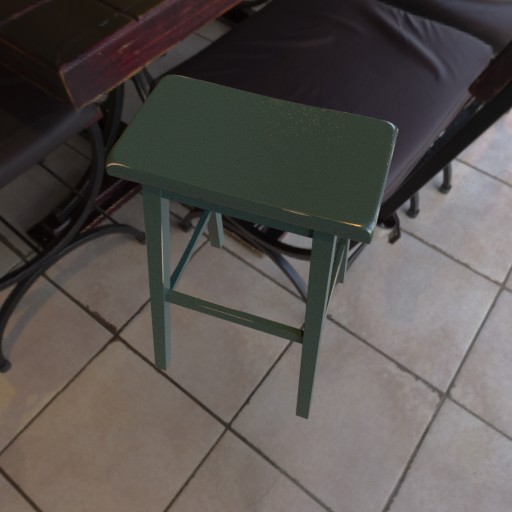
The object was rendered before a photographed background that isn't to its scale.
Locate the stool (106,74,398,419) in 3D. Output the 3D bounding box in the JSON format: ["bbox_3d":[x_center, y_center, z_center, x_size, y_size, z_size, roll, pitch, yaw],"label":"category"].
[{"bbox_3d":[0.000,0.000,1.055,0.457,0.737,0.476,16,60,10],"label":"stool"}]
